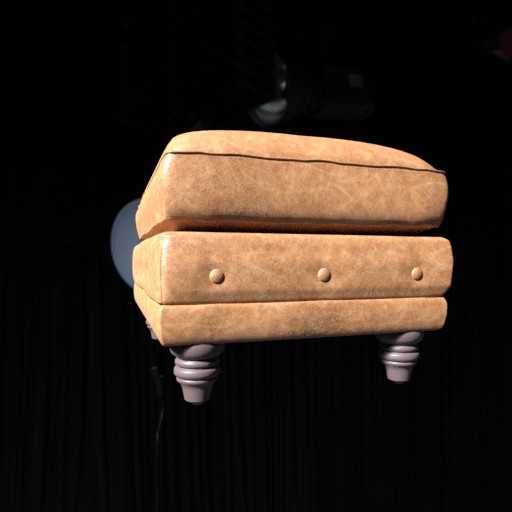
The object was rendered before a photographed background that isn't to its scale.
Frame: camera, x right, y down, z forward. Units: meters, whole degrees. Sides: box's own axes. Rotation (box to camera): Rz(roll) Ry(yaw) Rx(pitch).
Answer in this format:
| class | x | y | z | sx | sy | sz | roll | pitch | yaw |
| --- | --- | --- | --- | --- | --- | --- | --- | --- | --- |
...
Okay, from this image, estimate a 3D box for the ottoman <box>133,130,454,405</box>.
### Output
| class | x | y | z | sx | sy | sz | roll | pitch | yaw |
| --- | --- | --- | --- | --- | --- | --- | --- | --- | --- |
| ottoman | 0.000 | 0.000 | 1.049 | 0.533 | 0.480 | 0.710 | 0 | 0 | -18 |
